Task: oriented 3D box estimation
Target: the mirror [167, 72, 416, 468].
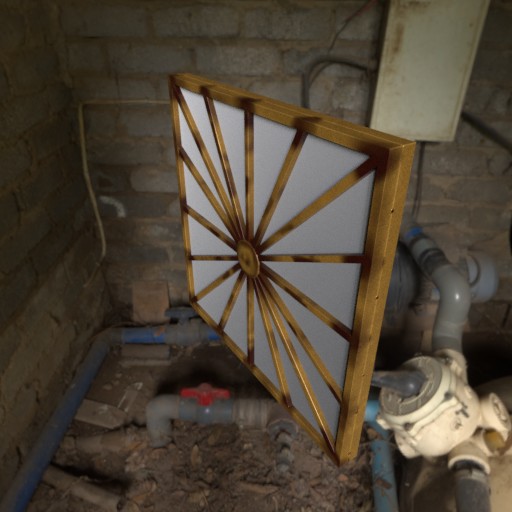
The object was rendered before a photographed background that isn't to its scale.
[{"bbox_3d":[0.000,0.000,0.744,0.042,0.507,0.509,-20,36,-29],"label":"mirror"}]
